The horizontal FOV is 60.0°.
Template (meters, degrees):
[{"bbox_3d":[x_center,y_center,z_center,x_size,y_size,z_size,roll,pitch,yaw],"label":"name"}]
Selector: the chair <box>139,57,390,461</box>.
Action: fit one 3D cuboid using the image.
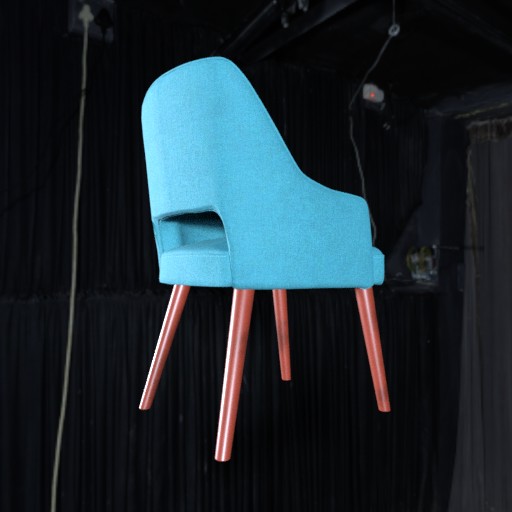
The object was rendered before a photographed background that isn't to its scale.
[{"bbox_3d":[0.000,0.000,1.227,0.605,0.849,0.548,1,-2,-37],"label":"chair"}]
